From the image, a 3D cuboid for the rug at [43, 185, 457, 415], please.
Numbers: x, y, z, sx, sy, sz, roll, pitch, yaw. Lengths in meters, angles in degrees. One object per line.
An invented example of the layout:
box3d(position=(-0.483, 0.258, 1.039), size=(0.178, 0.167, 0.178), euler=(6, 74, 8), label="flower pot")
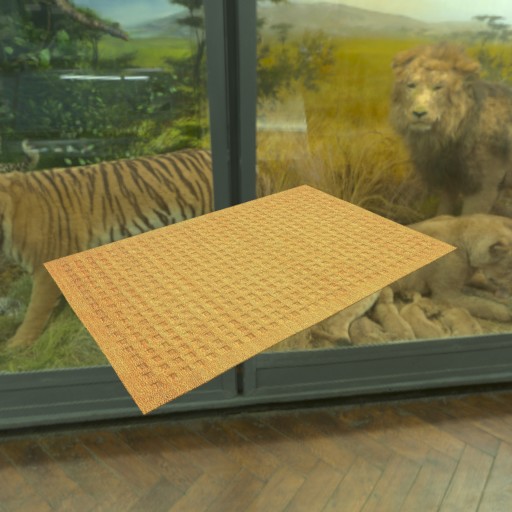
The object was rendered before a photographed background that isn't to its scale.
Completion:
box3d(position=(0.000, 0.000, 2.225), size=(1.747, 0.006, 1.143), euler=(-21, 36, -32), label="rug")
